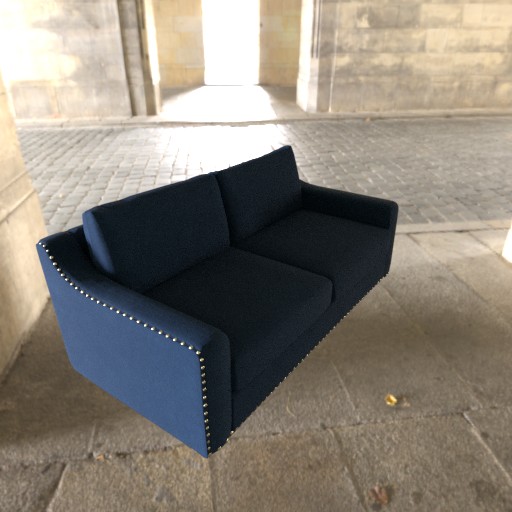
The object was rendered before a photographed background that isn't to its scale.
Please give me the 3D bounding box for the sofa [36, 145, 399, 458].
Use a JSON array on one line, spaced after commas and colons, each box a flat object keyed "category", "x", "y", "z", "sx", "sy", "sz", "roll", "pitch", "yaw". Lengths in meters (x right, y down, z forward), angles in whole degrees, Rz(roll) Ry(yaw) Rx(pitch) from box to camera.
[{"category": "sofa", "x": 0.000, "y": 0.000, "z": 2.743, "sx": 1.104, "sy": 0.983, "sz": 2.107, "roll": 18, "pitch": 31, "yaw": 32}]
